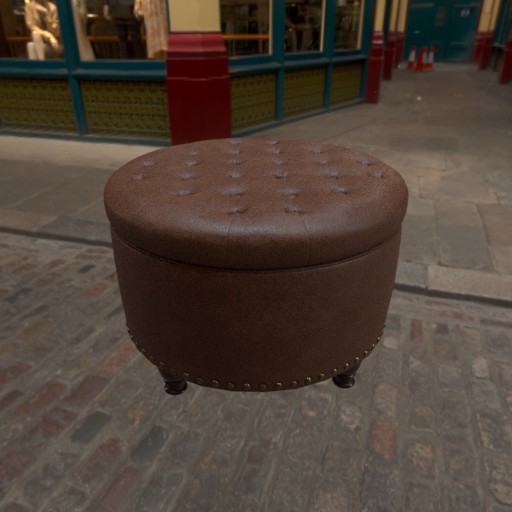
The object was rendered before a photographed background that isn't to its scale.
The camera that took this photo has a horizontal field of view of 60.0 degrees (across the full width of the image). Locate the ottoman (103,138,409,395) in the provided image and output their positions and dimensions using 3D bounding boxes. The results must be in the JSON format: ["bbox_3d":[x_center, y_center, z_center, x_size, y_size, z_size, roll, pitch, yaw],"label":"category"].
[{"bbox_3d":[0.000,0.000,1.050,0.637,0.442,0.637,0,28,0],"label":"ottoman"}]
